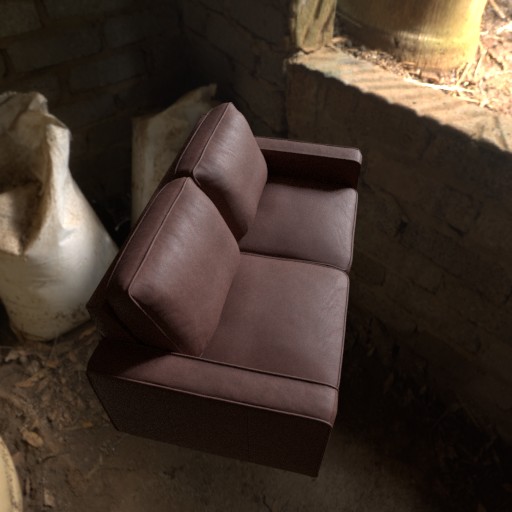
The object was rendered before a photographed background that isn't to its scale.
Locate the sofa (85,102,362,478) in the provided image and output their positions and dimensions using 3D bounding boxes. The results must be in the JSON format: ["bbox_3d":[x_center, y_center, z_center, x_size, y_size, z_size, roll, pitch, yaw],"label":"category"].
[{"bbox_3d":[0.000,0.000,2.216,0.947,0.918,1.709,9,47,9],"label":"sofa"}]
